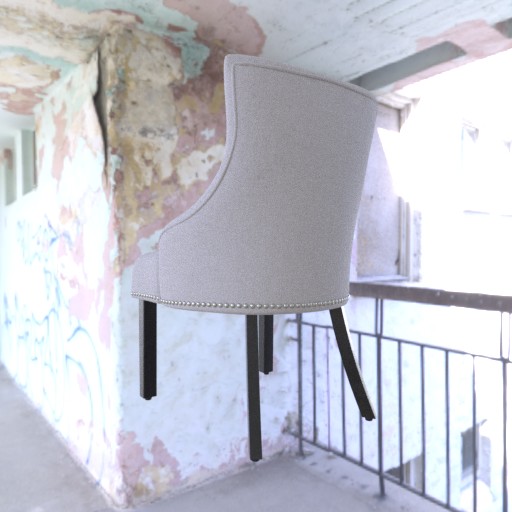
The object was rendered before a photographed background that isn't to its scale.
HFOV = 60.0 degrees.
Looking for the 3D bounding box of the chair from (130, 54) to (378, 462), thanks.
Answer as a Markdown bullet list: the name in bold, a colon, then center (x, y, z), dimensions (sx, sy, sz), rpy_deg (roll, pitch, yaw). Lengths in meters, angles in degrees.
- **chair**: center (0.000, 0.000, 1.320), dimensions (0.566, 0.909, 0.629), rpy_deg (-1, 2, -36)
